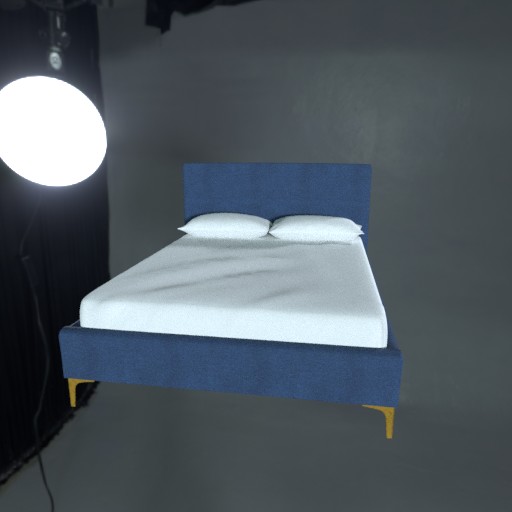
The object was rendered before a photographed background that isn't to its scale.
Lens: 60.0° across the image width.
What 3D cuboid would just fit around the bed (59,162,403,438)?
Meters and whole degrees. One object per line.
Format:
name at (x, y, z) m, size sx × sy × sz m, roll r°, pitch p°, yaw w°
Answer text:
bed at (0.000, 0.000, 3.143) m, size 1.723 × 1.231 × 2.172 m, roll 2°, pitch 14°, yaw 9°
